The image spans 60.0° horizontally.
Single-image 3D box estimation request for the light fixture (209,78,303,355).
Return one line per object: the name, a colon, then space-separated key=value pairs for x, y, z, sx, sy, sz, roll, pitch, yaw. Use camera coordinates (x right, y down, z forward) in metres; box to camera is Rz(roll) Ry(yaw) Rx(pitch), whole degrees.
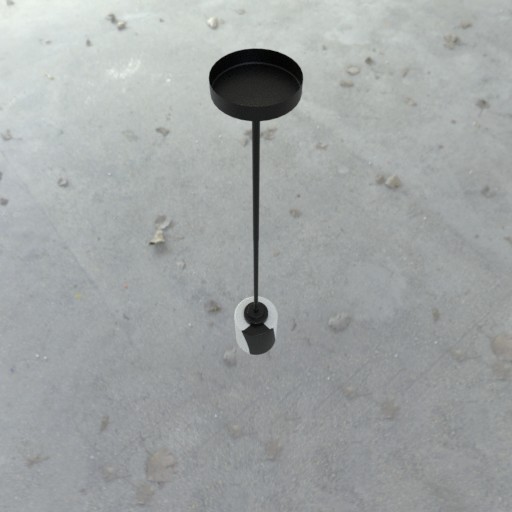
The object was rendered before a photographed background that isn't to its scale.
light fixture: x=0.000 y=0.000 z=0.940 sx=0.123 sy=0.863 sz=0.123 roll=-33 pitch=63 yaw=-20
